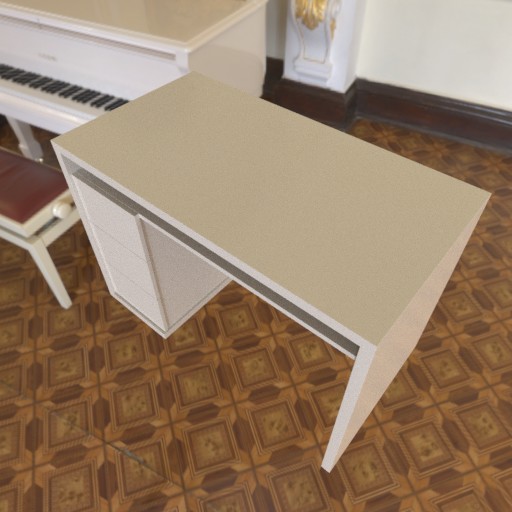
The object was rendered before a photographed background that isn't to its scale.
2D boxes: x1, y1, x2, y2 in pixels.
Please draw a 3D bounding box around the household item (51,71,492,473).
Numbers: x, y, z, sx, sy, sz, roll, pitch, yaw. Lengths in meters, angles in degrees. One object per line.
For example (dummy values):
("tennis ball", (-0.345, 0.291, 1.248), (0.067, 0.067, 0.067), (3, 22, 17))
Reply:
("household item", (0.000, 0.000, 1.511), (1.100, 0.749, 0.597), (32, 55, 26))
